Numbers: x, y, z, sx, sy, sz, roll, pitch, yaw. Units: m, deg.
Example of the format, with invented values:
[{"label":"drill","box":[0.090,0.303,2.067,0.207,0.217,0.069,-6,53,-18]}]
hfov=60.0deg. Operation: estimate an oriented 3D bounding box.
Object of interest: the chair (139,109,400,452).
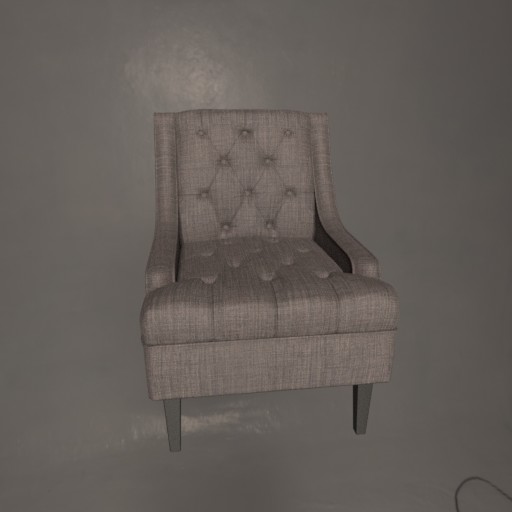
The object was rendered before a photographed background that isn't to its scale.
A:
[{"label":"chair","box":[0.000,0.000,1.395,0.655,0.891,0.771,-2,17,-7]}]
